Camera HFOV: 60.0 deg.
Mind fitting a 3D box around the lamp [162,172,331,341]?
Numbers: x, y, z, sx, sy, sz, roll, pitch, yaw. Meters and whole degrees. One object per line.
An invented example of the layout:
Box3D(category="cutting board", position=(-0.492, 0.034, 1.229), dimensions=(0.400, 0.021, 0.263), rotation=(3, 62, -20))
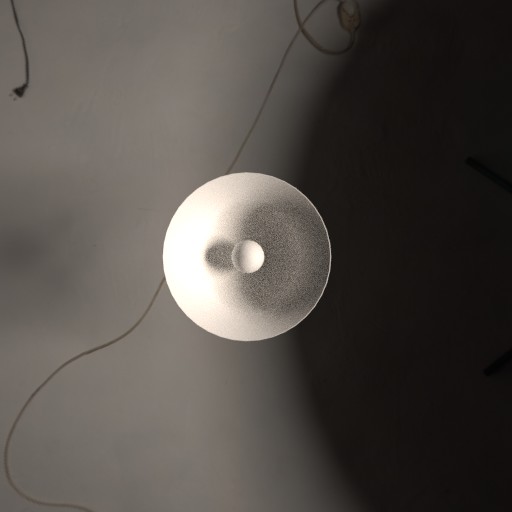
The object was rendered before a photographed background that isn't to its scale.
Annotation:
Box3D(category="lamp", position=(0.000, 0.000, 1.963), dimensions=(0.405, 1.797, 0.405), rotation=(0, 90, 2))
